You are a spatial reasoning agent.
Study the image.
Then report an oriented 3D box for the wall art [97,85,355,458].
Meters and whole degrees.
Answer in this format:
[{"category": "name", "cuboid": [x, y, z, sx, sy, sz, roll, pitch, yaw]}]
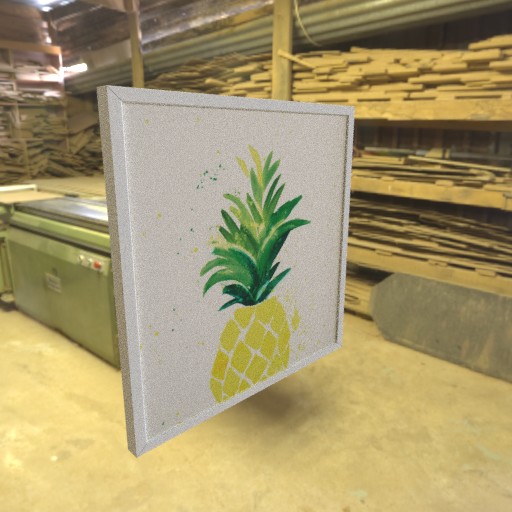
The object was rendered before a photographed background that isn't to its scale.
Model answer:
[{"category": "wall art", "cuboid": [0.000, 0.000, 1.138, 0.763, 0.761, 0.038, -14, 20, -42]}]
